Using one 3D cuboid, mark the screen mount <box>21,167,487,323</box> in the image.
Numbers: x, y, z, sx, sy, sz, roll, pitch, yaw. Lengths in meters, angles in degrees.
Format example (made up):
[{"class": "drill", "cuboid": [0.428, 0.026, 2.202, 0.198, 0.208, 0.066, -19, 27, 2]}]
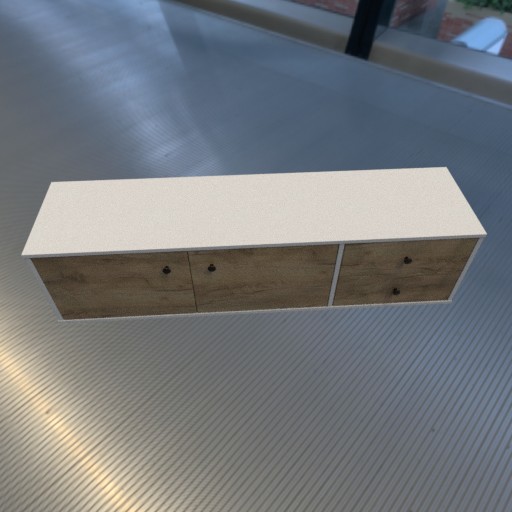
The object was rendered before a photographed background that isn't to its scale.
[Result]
[{"class": "screen mount", "cuboid": [0.000, 0.000, 1.839, 1.600, 0.520, 0.418, -3, 47, -3]}]
